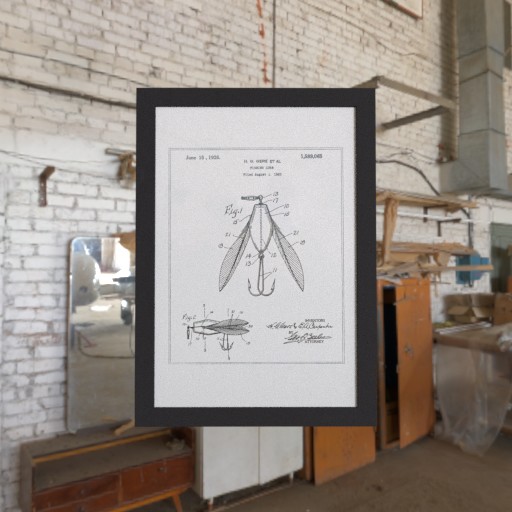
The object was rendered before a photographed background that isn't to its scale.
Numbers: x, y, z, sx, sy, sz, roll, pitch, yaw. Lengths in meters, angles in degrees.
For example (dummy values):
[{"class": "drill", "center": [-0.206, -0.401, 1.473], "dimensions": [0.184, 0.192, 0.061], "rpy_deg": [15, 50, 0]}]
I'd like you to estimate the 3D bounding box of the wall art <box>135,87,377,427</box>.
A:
[{"class": "wall art", "center": [0.000, 0.000, 0.705], "dimensions": [0.380, 0.534, 0.013], "rpy_deg": [0, -1, 0]}]
